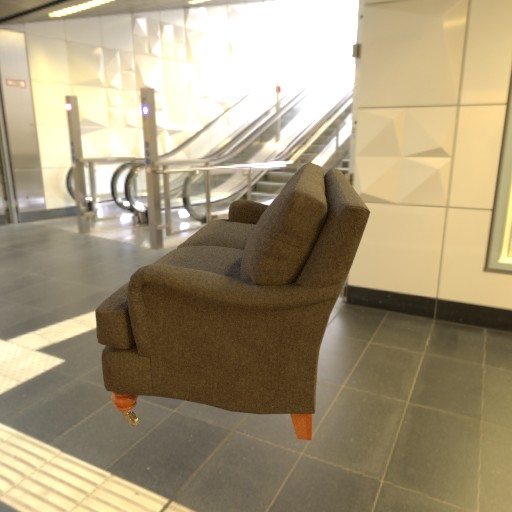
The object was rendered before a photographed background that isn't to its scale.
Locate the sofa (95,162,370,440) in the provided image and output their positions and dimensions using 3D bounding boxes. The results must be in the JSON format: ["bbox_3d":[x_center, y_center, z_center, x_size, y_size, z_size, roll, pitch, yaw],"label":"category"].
[{"bbox_3d":[0.000,0.000,2.712,1.087,1.054,2.160,2,15,8],"label":"sofa"}]
